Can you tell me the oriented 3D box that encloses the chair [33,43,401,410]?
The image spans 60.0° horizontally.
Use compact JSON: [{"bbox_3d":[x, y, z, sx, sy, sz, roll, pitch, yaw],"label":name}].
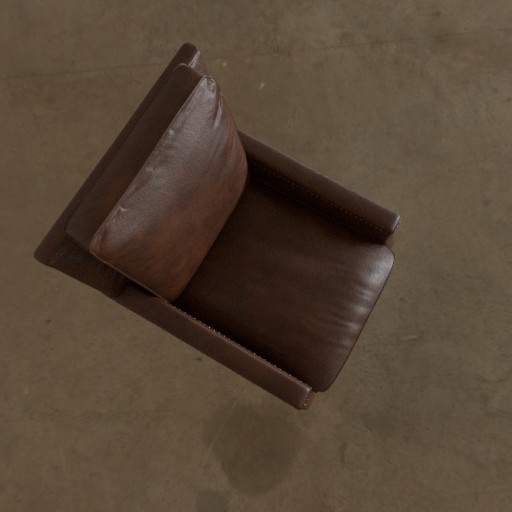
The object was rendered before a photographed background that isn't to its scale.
[{"bbox_3d":[0.000,0.000,1.750,1.035,1.054,0.854,29,78,7],"label":"chair"}]
